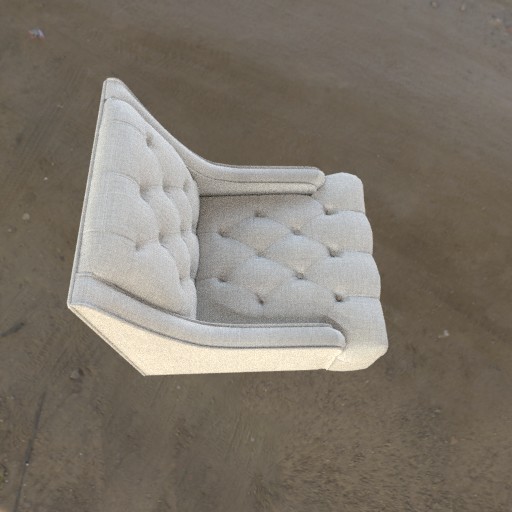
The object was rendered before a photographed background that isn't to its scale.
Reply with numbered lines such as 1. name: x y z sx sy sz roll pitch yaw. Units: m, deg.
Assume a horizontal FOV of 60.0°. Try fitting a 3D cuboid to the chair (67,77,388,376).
1. chair: 0.000 0.000 1.401 0.772 0.891 0.658 -2 64 -1
